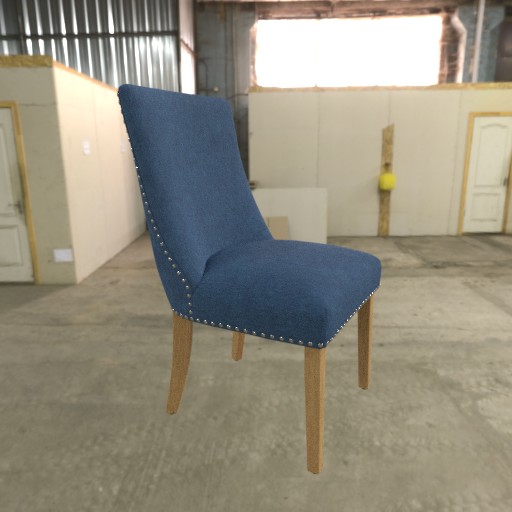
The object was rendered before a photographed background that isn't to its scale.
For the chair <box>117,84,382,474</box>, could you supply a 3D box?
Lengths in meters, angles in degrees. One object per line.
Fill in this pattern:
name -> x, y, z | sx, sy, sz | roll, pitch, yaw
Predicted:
chair -> 0.000, 0.000, 1.253 | 0.610, 0.902, 0.495 | 8, 16, 28
